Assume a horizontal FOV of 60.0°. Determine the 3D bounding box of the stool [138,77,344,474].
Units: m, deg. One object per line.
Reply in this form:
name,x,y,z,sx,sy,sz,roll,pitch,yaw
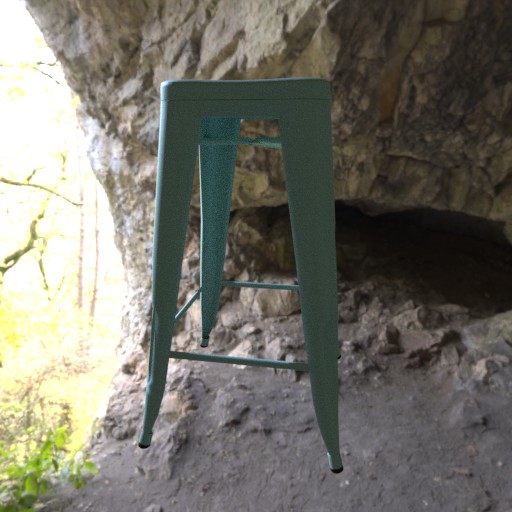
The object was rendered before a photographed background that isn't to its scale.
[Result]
stool,0.000,0.000,0.848,0.359,0.609,0.399,3,17,9
